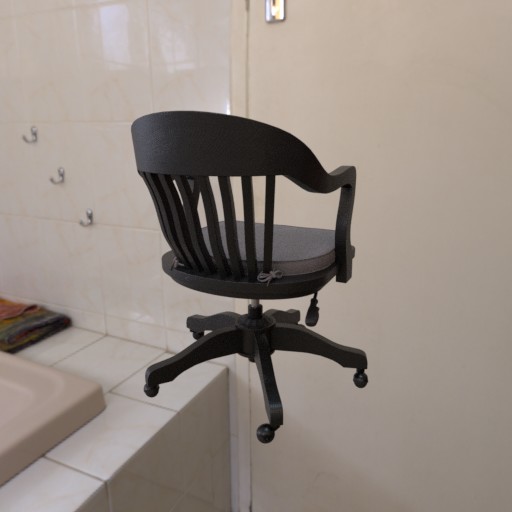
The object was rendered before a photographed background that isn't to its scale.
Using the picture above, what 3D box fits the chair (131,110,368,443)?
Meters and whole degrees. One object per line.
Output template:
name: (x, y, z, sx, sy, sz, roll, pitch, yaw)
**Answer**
chair: (0.000, 0.000, 1.463, 0.750, 0.878, 0.788, 8, 17, 26)
